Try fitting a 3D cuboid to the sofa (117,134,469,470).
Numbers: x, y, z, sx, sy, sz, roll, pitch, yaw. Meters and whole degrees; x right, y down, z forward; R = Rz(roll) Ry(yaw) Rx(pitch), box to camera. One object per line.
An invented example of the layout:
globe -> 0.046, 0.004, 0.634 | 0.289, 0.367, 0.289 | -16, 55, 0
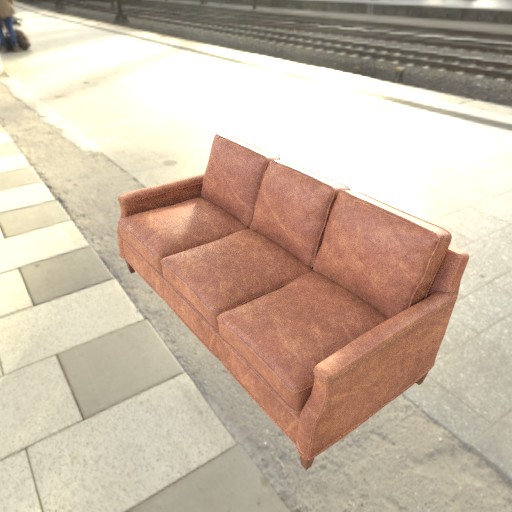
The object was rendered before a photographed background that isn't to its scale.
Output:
sofa -> 0.000, 0.000, 2.860 | 1.084, 1.003, 2.246 | -22, 38, -30
